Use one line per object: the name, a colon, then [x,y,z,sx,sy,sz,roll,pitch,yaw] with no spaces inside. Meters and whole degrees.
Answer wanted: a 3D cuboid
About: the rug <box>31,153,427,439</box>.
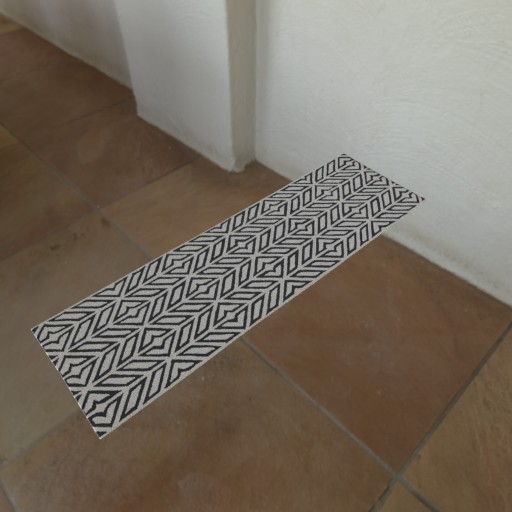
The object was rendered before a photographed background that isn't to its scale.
rug: [0.000,0.000,2.646,2.435,0.009,0.750,-32,54,-27]
